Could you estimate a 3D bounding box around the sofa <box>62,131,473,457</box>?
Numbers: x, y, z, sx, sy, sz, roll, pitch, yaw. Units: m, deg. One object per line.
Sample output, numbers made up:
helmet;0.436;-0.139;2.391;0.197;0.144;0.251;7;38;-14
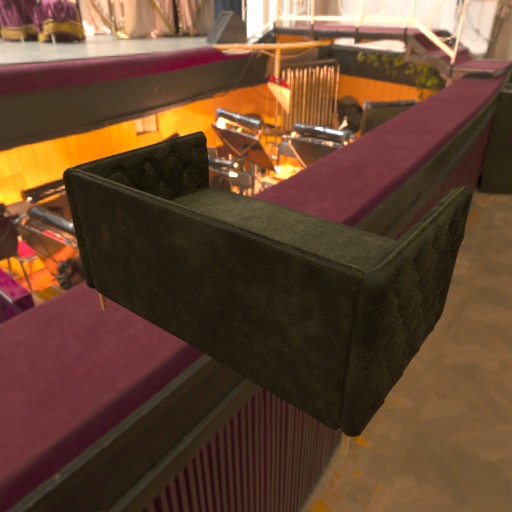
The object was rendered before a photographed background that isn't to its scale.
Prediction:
sofa;0.000;0.000;2.028;1.537;0.768;0.895;21;36;32
